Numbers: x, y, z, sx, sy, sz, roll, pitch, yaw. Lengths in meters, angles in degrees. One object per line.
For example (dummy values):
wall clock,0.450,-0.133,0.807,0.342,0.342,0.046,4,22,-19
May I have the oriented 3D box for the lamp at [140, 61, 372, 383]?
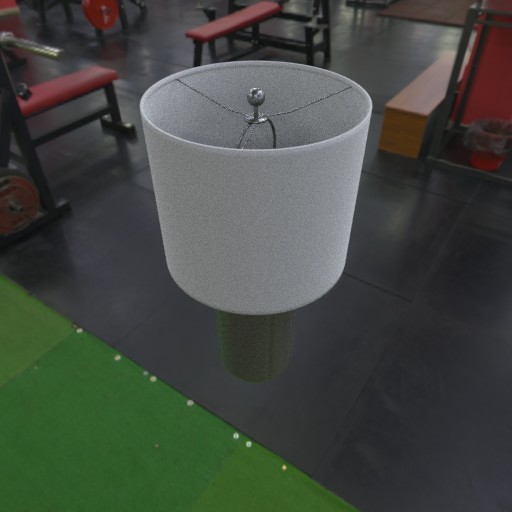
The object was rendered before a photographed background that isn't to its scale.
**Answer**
lamp,0.000,0.000,0.516,0.203,0.389,0.203,26,47,27
